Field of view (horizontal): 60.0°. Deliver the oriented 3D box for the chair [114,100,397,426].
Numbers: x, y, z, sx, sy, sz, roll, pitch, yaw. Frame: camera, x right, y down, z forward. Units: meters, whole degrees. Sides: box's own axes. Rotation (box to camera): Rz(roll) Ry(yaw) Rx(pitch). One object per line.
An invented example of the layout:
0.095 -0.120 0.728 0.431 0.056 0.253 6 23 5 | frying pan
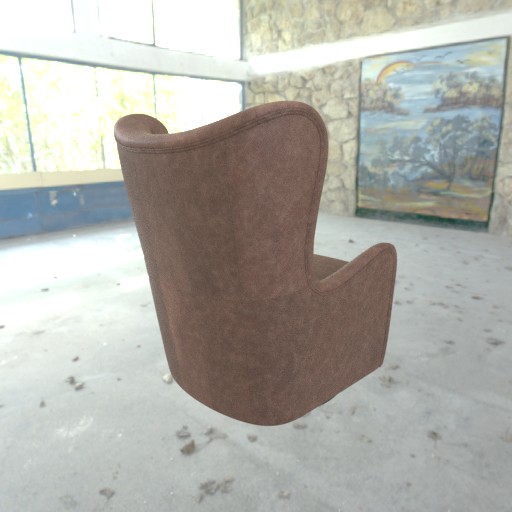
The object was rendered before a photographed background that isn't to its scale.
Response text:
0.000 0.000 1.741 0.930 1.079 0.831 -14 20 -43 | chair
